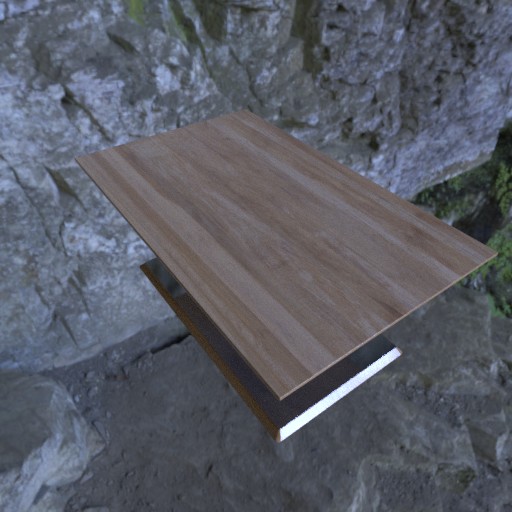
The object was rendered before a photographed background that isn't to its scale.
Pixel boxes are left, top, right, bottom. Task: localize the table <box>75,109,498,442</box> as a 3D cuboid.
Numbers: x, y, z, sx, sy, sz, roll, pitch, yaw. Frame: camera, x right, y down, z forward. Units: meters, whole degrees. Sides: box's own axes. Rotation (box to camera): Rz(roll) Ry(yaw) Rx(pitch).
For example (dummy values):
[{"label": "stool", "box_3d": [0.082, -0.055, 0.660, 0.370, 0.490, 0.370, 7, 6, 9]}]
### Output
[{"label": "table", "box_3d": [0.000, 0.000, 1.429, 0.692, 0.441, 1.100, -25, 47, -26]}]
